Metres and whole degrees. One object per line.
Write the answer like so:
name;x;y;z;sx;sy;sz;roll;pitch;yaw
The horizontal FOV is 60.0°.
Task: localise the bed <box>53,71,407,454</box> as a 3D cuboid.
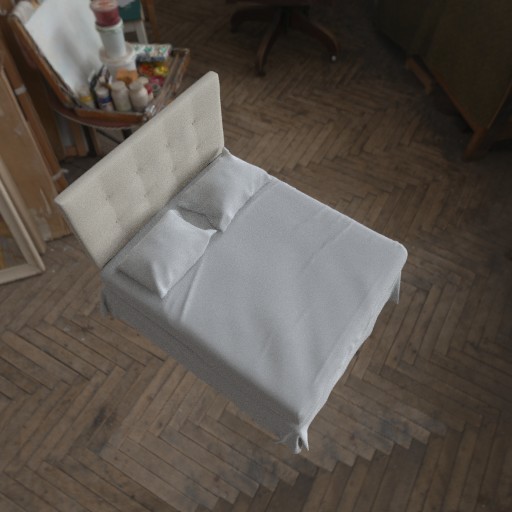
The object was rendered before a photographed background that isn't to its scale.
bed;0.000;0.000;3.526;2.222;1.577;1.936;32;64;18
